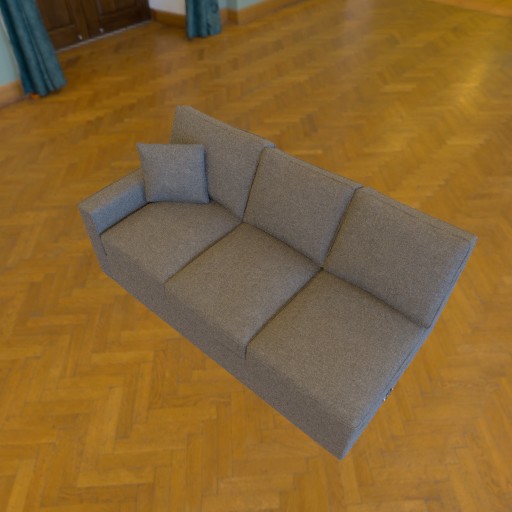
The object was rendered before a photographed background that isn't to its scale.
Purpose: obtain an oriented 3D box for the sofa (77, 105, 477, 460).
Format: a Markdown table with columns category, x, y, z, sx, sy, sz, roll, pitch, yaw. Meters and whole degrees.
| category | x | y | z | sx | sy | sz | roll | pitch | yaw |
| --- | --- | --- | --- | --- | --- | --- | --- | --- | --- |
| sofa | 0.000 | 0.000 | 2.537 | 1.963 | 0.946 | 1.034 | 31 | 54 | 27 |
